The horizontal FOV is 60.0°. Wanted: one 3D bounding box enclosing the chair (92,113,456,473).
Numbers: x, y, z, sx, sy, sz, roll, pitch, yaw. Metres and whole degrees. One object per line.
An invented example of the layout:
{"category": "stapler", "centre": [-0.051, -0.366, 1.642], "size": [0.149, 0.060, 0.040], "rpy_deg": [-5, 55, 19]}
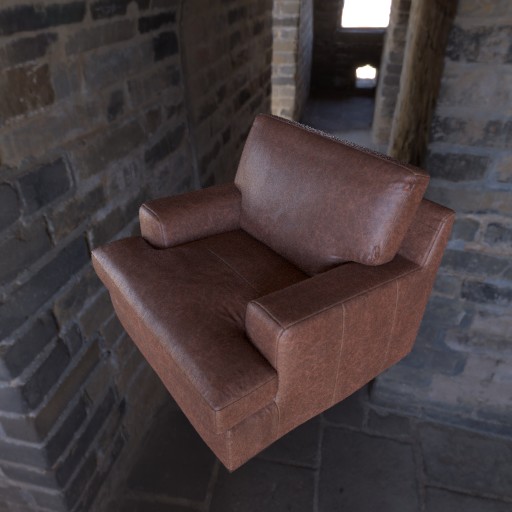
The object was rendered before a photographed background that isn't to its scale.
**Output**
{"category": "chair", "centre": [0.000, 0.000, 1.963], "size": [1.143, 0.939, 1.168], "rpy_deg": [-22, 39, -30]}
